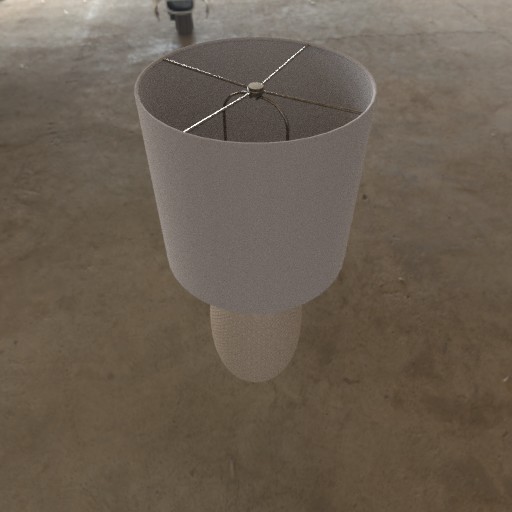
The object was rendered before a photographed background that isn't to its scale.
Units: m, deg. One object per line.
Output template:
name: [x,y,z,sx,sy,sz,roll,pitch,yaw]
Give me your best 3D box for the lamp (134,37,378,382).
lamp: [0.000,0.000,0.562,0.217,0.453,0.217,24,50,22]
